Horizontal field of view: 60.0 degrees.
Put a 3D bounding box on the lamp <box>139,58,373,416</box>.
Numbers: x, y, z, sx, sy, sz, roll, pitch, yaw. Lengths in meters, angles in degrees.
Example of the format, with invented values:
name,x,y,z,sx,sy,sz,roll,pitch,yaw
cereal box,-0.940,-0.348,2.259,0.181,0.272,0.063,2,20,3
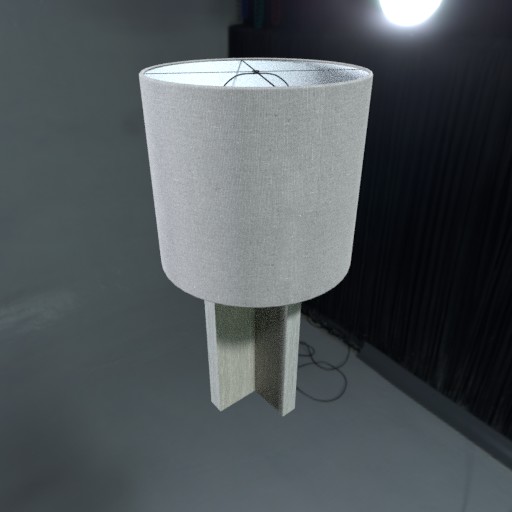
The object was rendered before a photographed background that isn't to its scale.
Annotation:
name,x,y,z,sx,sy,sz,roll,pitch,yaw
lamp,0.000,0.000,0.548,0.229,0.428,0.229,-22,36,-33
